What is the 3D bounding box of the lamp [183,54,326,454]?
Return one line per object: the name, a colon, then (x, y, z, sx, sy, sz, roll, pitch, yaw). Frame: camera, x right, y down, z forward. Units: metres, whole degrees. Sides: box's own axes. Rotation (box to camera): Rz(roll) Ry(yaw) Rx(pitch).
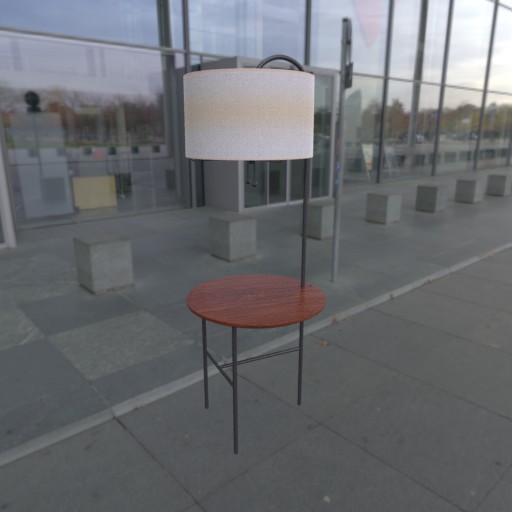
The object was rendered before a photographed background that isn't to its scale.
lamp: (0.000, 0.000, 1.797, 0.573, 1.517, 0.573, 0, 16, 0)
